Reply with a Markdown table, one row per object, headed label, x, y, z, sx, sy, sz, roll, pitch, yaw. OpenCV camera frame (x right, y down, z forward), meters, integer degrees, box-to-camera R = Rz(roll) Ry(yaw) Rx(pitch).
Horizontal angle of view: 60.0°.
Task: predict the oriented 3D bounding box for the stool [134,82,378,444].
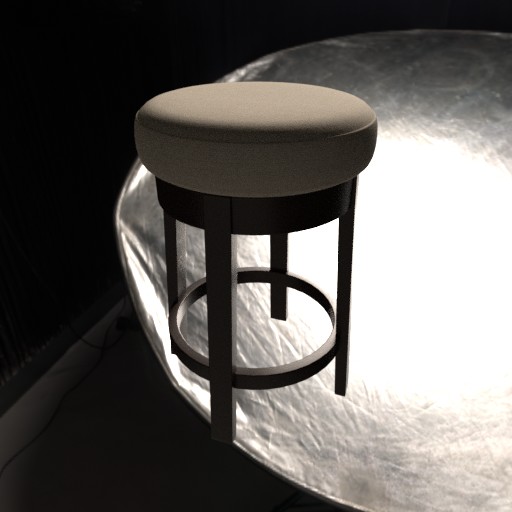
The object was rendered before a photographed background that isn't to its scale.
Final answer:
| label | x | y | z | sx | sy | sz | roll | pitch | yaw |
| --- | --- | --- | --- | --- | --- | --- | --- | --- | --- |
| stool | 0.000 | 0.000 | 0.941 | 0.449 | 0.655 | 0.449 | 0 | 30 | 0 |
